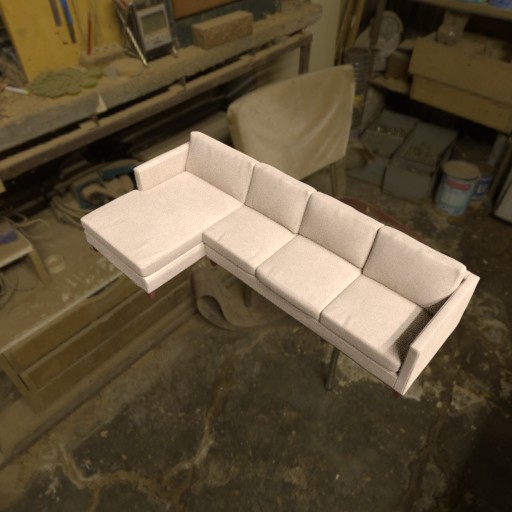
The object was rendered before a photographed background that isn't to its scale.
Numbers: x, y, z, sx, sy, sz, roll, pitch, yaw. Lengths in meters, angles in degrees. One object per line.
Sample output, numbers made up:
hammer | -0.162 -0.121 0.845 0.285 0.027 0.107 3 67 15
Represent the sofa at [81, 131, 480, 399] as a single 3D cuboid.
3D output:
sofa | 0.000 0.000 3.894 3.186 0.846 1.625 33 53 30
